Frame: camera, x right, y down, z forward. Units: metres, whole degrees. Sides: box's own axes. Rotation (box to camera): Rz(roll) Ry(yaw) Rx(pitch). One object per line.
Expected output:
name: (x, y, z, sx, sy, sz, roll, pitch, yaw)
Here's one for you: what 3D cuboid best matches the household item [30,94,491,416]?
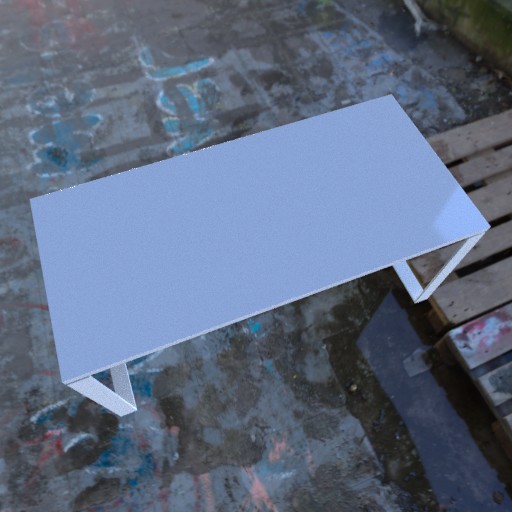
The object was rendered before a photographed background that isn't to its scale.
household item: (0.000, 0.000, 2.130, 1.700, 0.745, 0.800, -19, 63, -10)
